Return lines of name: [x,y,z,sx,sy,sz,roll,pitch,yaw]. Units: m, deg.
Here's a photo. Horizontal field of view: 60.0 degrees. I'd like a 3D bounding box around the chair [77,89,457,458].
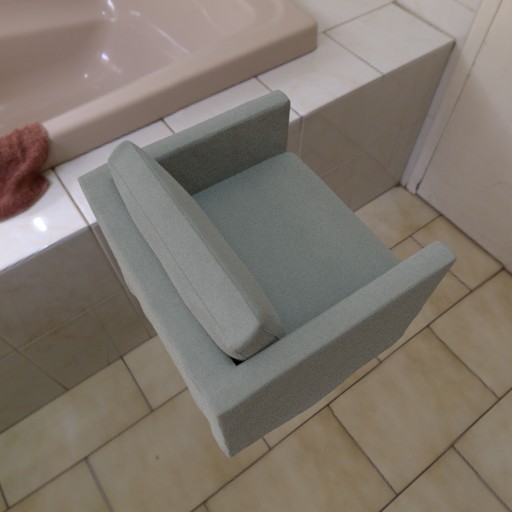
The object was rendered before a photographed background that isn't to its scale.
chair: [0.000,0.000,1.758,0.949,0.863,1.057,-29,62,-17]
